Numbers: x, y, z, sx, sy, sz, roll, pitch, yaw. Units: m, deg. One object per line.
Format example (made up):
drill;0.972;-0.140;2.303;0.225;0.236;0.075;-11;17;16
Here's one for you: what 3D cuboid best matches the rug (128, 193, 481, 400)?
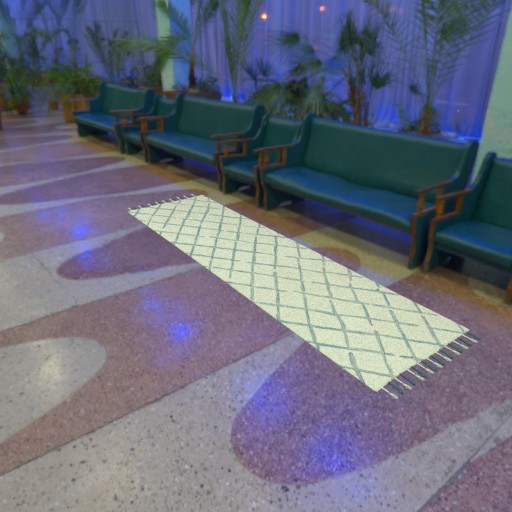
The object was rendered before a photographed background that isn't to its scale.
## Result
rug;0.000;0.000;2.542;0.620;0.008;2.372;-19;32;-33
